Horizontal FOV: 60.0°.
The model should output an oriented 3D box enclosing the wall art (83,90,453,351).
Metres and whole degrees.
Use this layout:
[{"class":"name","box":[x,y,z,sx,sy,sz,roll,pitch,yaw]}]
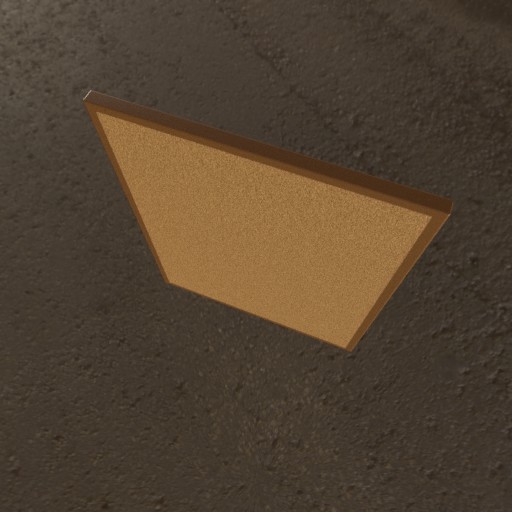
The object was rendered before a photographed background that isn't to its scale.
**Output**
[{"class":"wall art","box":[0.000,0.000,0.754,0.449,0.550,0.021,19,65,10]}]
